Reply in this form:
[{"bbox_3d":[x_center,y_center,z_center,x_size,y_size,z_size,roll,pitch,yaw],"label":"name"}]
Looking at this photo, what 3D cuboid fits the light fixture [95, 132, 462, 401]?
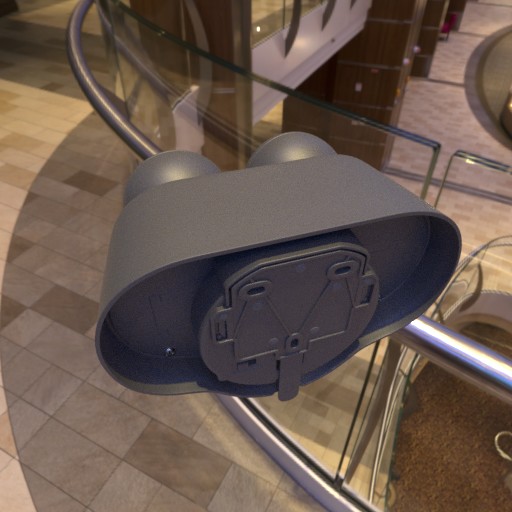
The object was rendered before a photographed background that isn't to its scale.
[{"bbox_3d":[0.000,0.000,0.334,0.229,0.159,0.159,-12,43,-13],"label":"light fixture"}]
